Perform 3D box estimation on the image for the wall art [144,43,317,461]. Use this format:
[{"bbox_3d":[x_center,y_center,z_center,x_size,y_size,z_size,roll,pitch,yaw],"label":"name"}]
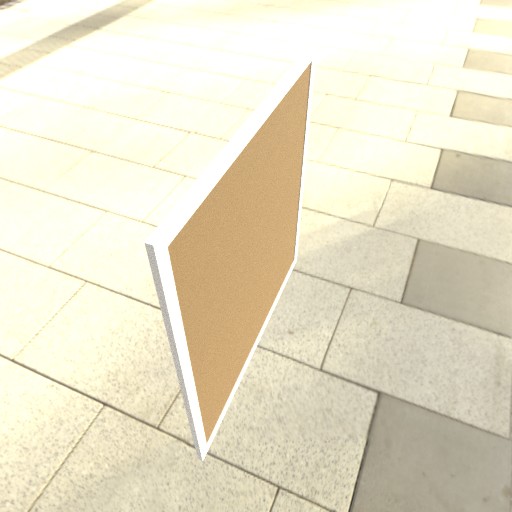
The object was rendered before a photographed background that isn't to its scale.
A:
[{"bbox_3d":[0.000,0.000,1.178,0.015,0.812,0.812,16,48,15],"label":"wall art"}]
